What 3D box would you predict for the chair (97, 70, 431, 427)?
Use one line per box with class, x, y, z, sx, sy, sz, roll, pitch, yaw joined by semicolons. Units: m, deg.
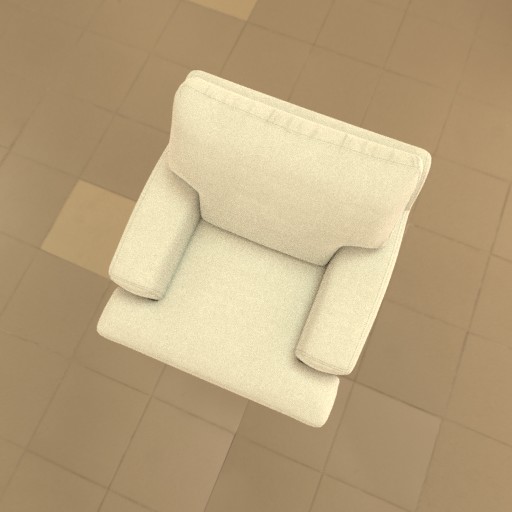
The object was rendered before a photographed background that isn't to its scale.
chair;0.000;0.000;1.972;1.140;0.930;1.158;21;76;6
